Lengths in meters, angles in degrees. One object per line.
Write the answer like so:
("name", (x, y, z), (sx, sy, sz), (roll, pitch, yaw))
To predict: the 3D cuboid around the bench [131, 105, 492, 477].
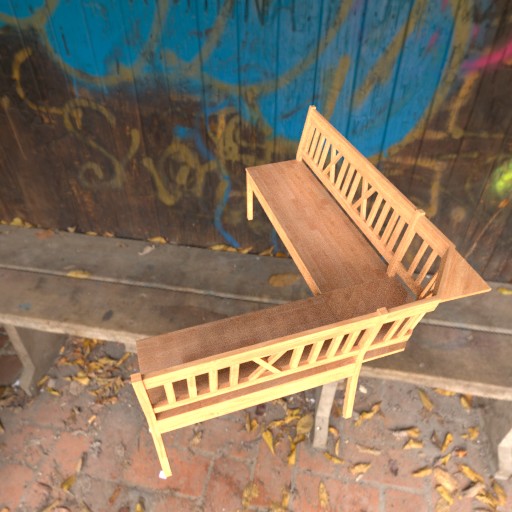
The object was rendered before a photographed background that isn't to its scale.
("bench", (0.000, 0.000, 2.686), (1.537, 0.902, 1.937), (-12, 43, -14))
